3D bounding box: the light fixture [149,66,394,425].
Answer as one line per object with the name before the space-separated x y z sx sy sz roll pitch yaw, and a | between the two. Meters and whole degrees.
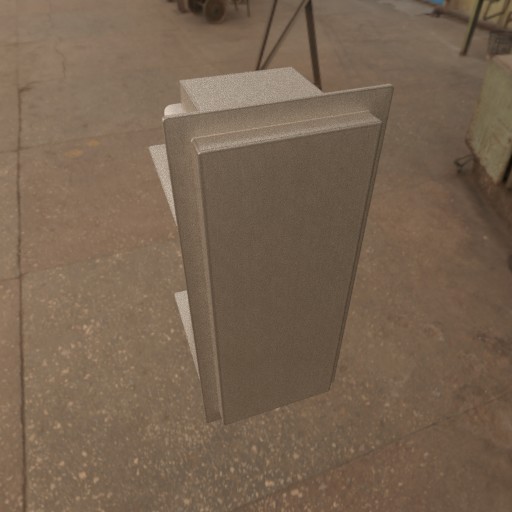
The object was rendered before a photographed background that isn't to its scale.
light fixture | 0.000 0.000 0.467 0.168 0.380 0.160 -13 43 -15
